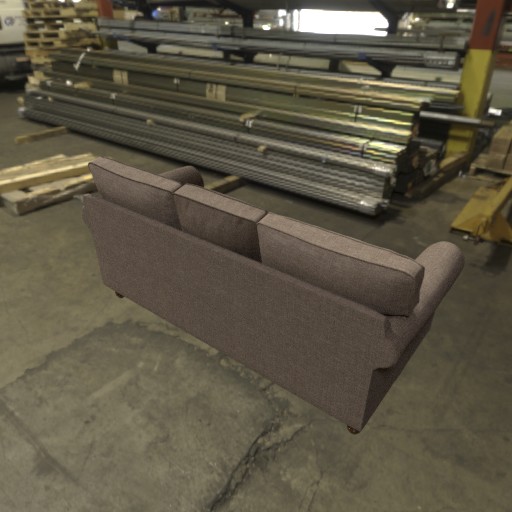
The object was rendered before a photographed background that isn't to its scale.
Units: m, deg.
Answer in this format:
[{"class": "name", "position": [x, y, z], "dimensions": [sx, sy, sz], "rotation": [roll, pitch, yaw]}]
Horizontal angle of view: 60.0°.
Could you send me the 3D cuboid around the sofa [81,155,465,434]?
[{"class": "sofa", "position": [0.000, 0.000, 2.601], "dimensions": [2.084, 0.961, 0.916], "rotation": [22, 37, 32]}]
